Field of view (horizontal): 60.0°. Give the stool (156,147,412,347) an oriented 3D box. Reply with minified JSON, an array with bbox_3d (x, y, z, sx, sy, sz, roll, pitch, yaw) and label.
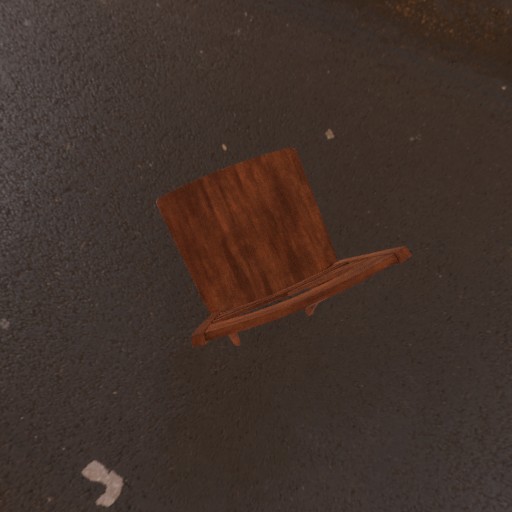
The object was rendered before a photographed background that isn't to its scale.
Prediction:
[{"bbox_3d":[0.000,0.000,1.383,0.433,1.105,0.487,-22,78,-5],"label":"stool"}]
